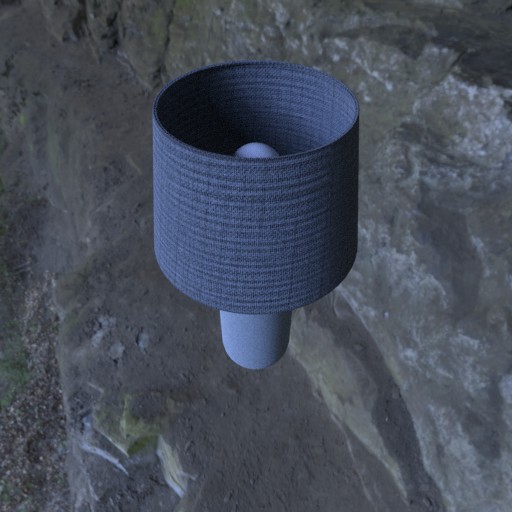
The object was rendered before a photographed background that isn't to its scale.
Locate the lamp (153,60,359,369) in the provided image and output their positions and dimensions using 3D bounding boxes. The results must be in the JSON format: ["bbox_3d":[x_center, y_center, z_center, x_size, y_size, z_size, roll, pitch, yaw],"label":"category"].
[{"bbox_3d":[0.000,0.000,0.583,0.251,0.429,0.251,0,46,0],"label":"lamp"}]
